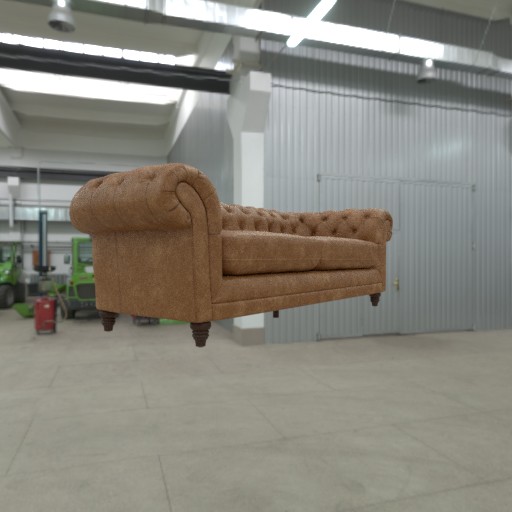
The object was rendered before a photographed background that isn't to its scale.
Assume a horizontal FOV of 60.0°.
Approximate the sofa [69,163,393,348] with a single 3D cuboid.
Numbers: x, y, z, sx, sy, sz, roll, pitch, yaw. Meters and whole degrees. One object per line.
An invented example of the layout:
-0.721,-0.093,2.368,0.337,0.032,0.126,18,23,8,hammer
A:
0.000,0.000,2.835,0.989,0.760,2.365,0,0,37,sofa
